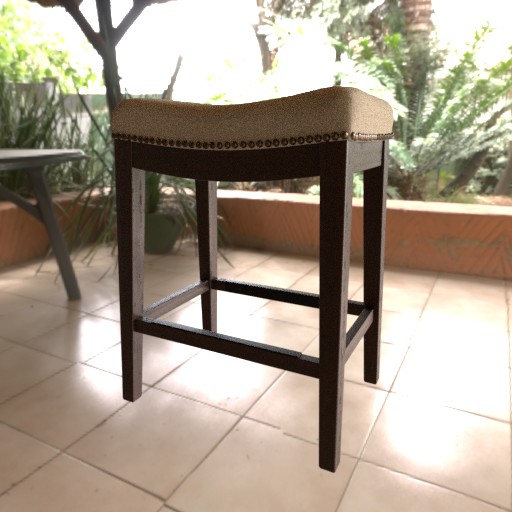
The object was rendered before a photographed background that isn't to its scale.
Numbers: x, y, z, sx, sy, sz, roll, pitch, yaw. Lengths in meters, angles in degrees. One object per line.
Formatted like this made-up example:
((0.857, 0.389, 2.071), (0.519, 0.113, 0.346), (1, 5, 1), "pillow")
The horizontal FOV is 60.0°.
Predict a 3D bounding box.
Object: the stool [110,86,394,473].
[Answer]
((0.000, 0.000, 0.981), (0.509, 0.669, 0.363), (8, 17, 26), "stool")
